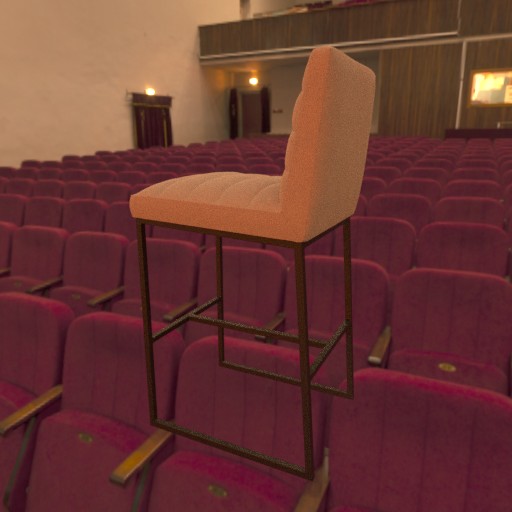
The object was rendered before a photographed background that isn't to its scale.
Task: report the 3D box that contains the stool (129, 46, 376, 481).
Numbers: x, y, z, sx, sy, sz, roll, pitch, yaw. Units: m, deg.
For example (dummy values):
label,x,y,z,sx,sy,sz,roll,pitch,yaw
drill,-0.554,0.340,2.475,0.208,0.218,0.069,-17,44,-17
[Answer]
label,x,y,z,sx,sy,sz,roll,pitch,yaw
stool,0.000,0.000,1.337,0.573,1.061,0.464,7,16,25
